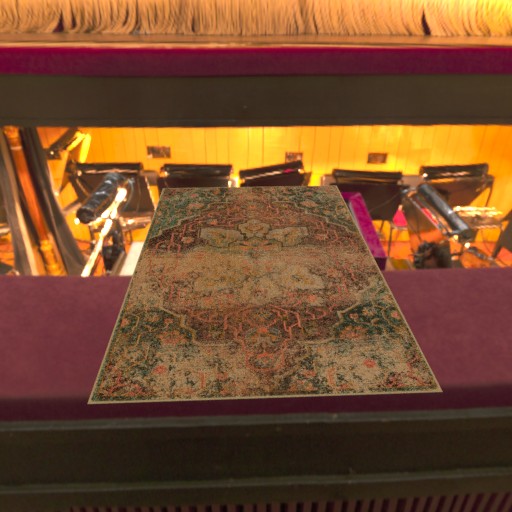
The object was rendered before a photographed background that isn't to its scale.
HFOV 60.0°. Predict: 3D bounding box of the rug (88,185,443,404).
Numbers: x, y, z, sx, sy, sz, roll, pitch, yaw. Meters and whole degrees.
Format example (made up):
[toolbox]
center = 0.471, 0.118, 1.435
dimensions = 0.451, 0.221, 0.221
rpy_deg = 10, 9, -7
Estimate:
[rug]
center = 0.000, 0.000, 2.895
dimensions = 1.566, 0.004, 2.363
rpy_deg = -1, 31, -1
